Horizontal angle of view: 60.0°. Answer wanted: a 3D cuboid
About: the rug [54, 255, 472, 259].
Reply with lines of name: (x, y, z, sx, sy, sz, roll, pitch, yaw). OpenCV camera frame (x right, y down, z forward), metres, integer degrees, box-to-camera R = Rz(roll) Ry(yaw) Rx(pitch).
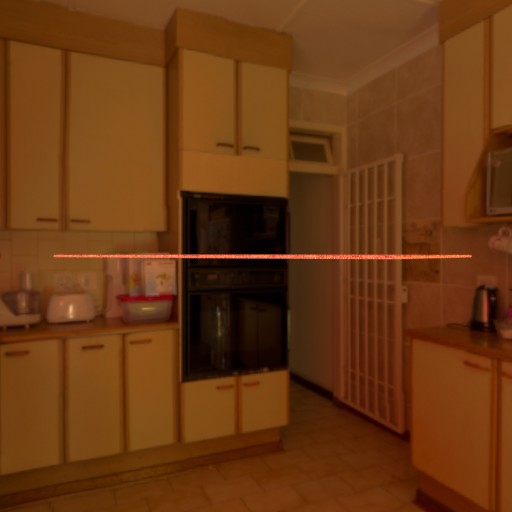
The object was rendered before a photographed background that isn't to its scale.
rug: (0.000, 0.000, 3.040, 2.438, 0.015, 1.524, 0, 0, 36)
